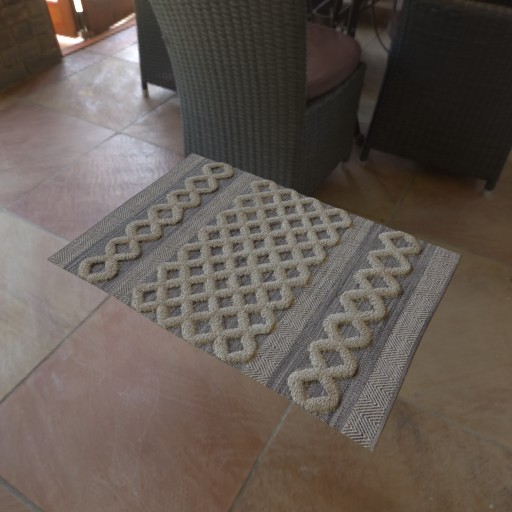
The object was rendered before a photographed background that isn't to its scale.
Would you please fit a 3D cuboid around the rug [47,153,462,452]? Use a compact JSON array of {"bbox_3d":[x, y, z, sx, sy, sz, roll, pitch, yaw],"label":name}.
[{"bbox_3d":[0.000,0.000,2.332,1.823,0.030,1.222,25,50,22],"label":"rug"}]
